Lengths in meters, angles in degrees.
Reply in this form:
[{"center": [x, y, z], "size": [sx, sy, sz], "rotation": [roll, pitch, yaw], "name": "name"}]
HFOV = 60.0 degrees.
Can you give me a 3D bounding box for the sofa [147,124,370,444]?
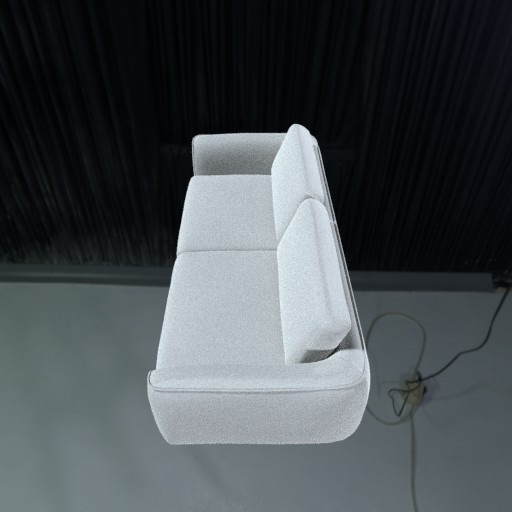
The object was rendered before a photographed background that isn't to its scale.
[{"center": [0.000, 0.000, 2.483], "size": [0.920, 0.850, 2.000], "rotation": [0, 43, -1], "name": "sofa"}]
